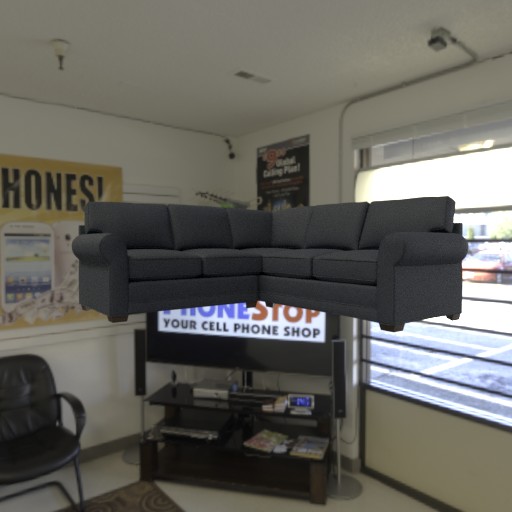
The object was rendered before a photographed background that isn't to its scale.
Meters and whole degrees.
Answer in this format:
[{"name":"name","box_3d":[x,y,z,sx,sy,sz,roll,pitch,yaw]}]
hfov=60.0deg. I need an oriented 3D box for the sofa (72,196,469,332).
[{"name":"sofa","box_3d":[0.000,0.000,3.862,2.487,1.042,2.562,-1,2,-36]}]
